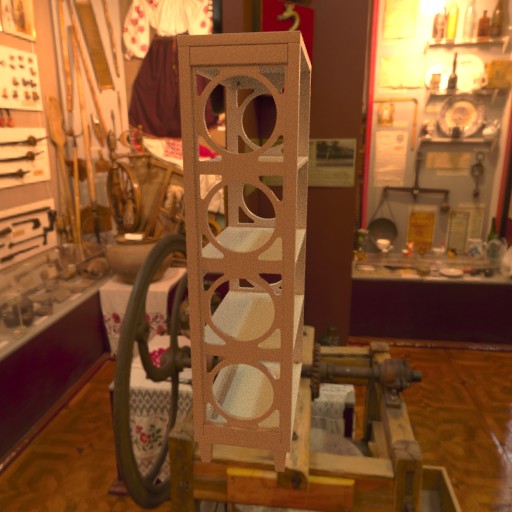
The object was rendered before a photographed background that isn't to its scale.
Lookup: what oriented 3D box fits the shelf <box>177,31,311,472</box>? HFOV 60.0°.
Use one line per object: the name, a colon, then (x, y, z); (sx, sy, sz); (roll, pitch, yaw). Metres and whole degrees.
shelf: (0.000, 0.000, 1.671); (0.340, 1.411, 0.611); (3, 15, 9)
